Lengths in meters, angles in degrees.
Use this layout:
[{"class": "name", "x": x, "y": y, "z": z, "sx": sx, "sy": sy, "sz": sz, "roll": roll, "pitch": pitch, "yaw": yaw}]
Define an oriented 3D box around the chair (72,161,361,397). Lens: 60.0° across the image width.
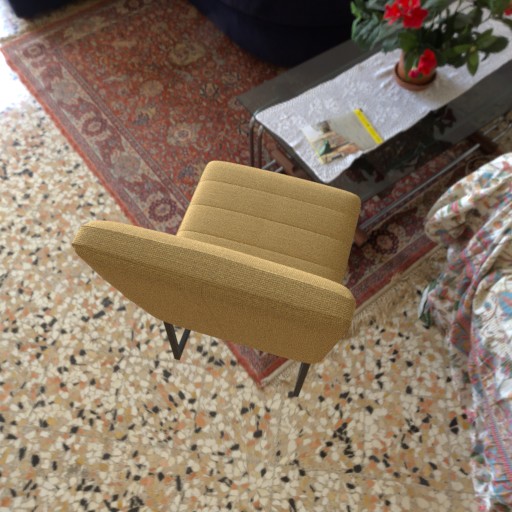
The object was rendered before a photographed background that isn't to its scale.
[{"class": "chair", "x": 0.000, "y": 0.000, "z": 1.279, "sx": 0.520, "sy": 0.930, "sz": 0.634, "roll": 15, "pitch": 63, "yaw": 8}]
